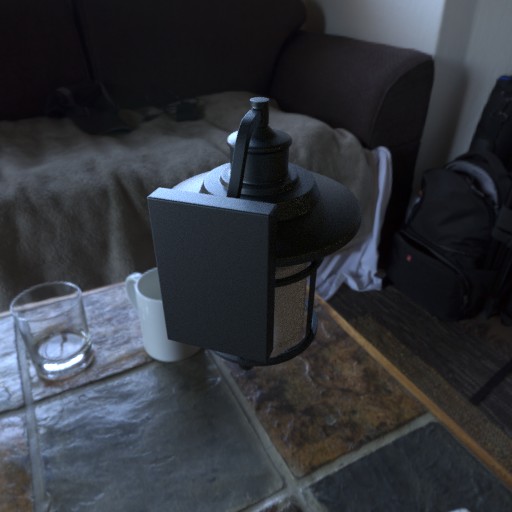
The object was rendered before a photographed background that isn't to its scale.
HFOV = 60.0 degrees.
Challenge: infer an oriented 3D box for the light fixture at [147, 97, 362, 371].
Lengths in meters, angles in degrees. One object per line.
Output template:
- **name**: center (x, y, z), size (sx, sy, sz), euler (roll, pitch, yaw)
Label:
- **light fixture**: center (0.000, 0.000, 0.511), size (0.222, 0.345, 0.252), euler (10, 34, 15)
